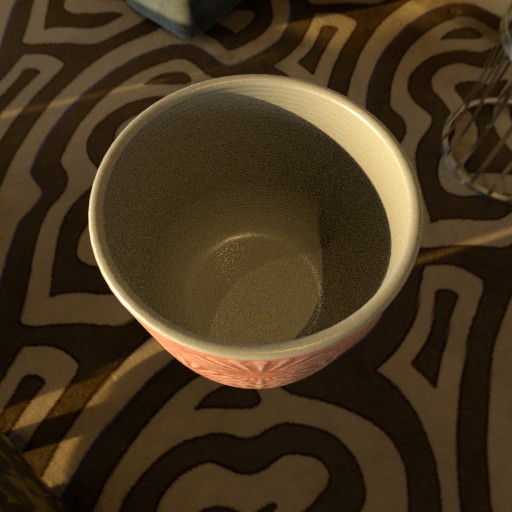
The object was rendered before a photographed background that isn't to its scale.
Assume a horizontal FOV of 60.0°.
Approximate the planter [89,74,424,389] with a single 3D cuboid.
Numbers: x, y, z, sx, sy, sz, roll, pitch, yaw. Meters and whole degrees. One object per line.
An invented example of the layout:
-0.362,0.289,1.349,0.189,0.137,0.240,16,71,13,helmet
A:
0.000,0.000,0.214,0.124,0.109,0.124,0,64,0,planter
